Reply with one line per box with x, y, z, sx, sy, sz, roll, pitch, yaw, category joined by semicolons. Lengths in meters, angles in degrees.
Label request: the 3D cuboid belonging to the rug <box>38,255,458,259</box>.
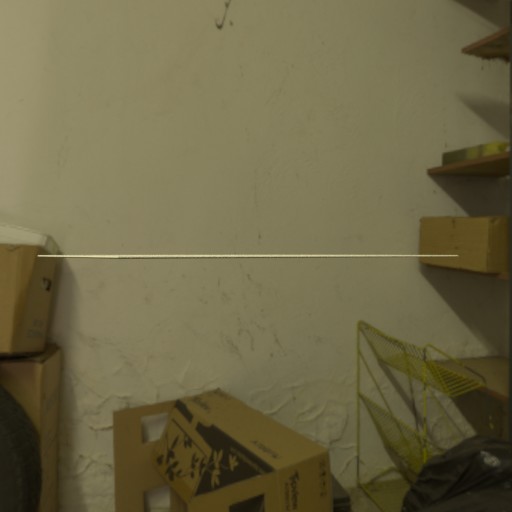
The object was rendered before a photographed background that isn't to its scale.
0.000;0.000;3.025;2.438;0.012;1.524;0;0;-37;rug
